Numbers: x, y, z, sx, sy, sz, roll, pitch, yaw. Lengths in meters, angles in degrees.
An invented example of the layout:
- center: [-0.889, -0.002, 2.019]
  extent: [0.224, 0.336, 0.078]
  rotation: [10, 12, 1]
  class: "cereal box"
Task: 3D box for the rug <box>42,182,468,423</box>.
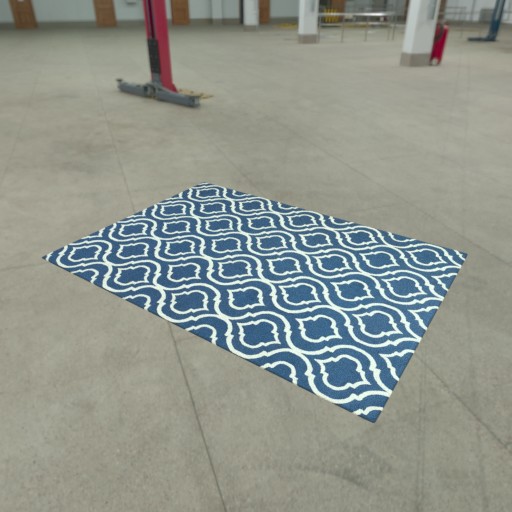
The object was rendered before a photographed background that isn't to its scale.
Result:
- center: [0.000, 0.000, 2.722]
  extent: [2.134, 0.010, 1.524]
  rotation: [19, 36, 29]
  class: "rug"
